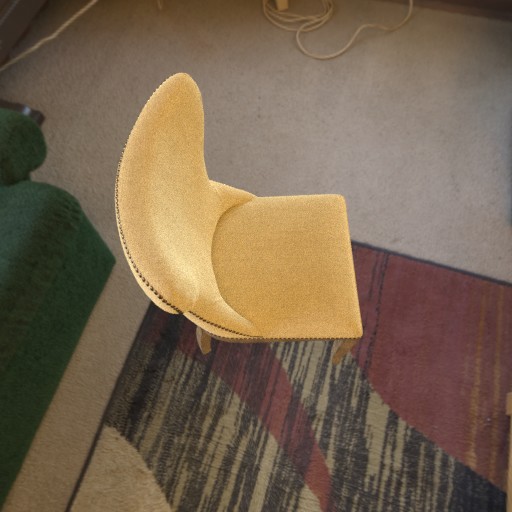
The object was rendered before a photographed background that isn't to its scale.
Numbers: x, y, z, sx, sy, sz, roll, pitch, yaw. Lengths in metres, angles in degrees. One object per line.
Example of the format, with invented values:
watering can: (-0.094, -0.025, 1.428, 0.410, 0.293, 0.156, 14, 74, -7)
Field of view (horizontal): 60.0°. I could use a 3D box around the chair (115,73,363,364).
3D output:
chair: (0.000, 0.000, 1.485, 0.681, 1.002, 0.654, -1, 65, -1)
